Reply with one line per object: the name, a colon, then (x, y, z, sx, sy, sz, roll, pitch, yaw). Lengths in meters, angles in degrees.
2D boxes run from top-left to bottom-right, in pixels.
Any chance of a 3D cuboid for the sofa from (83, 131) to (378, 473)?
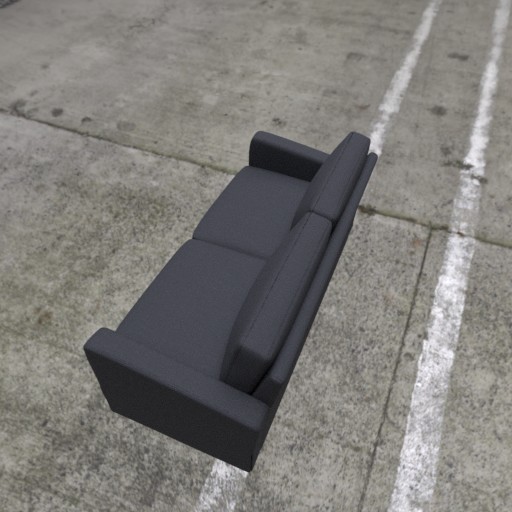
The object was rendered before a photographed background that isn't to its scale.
sofa: (0.000, 0.000, 2.433, 0.898, 0.839, 1.852, 17, 48, 16)
